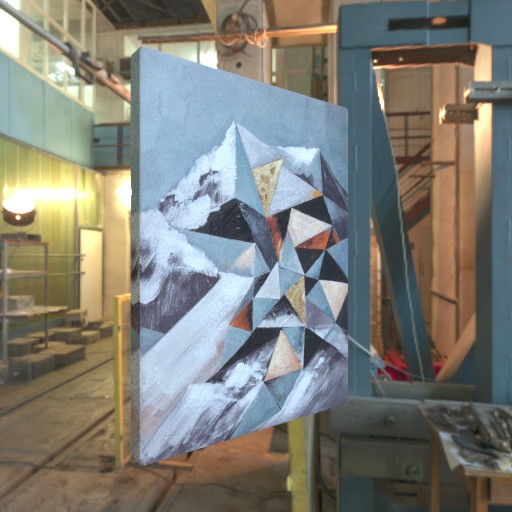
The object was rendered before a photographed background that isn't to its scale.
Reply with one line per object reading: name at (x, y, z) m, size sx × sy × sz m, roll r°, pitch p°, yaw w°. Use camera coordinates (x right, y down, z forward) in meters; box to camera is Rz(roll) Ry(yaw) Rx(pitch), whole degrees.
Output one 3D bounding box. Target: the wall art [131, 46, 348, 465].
wall art at (0.000, 0.000, 0.798) m, size 0.455 × 0.613 × 0.037 m, roll 0°, pitch 0°, yaw -38°
